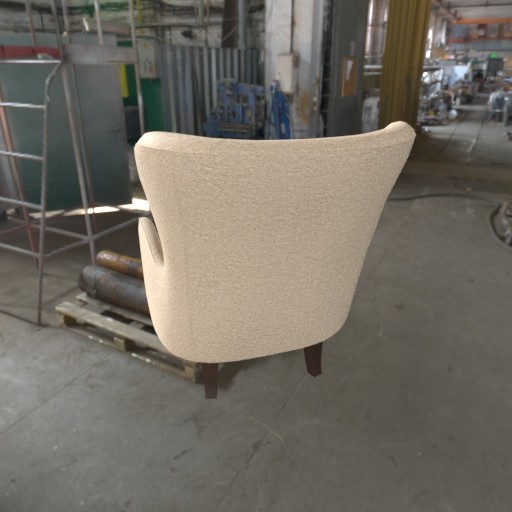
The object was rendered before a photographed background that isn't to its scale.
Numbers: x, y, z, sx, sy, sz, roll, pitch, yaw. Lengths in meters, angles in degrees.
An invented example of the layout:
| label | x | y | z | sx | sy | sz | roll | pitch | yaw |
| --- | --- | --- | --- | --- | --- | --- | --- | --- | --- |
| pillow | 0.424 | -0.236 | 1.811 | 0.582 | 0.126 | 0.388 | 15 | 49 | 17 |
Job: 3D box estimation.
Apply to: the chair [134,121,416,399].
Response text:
| label | x | y | z | sx | sy | sz | roll | pitch | yaw |
| --- | --- | --- | --- | --- | --- | --- | --- | --- | --- |
| chair | 0.000 | 0.000 | 1.746 | 0.861 | 1.064 | 0.984 | -7 | 24 | -16 |
